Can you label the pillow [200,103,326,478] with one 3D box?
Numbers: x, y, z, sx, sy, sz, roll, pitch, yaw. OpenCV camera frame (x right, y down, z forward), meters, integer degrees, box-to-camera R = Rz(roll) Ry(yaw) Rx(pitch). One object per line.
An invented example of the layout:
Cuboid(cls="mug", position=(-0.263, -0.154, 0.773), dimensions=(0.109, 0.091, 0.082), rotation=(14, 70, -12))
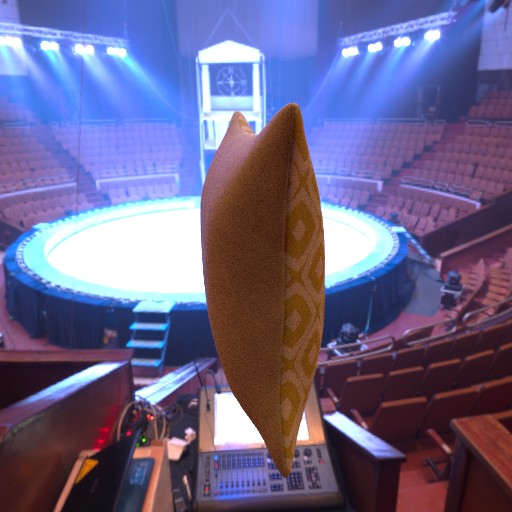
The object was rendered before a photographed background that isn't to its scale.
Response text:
Cuboid(cls="pillow", position=(0.000, 0.000, 0.778), dimensions=(0.188, 0.494, 0.504), rotation=(-3, 17, -9))
